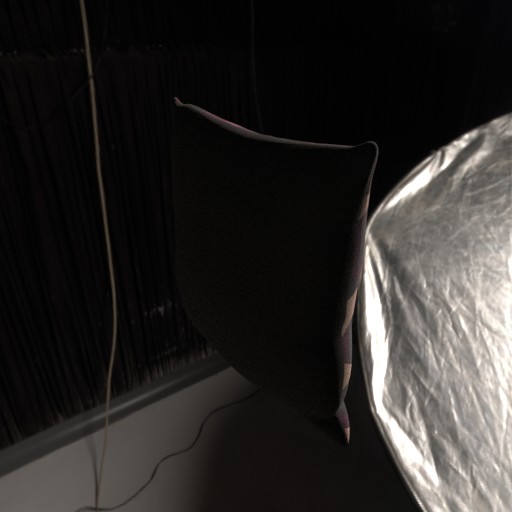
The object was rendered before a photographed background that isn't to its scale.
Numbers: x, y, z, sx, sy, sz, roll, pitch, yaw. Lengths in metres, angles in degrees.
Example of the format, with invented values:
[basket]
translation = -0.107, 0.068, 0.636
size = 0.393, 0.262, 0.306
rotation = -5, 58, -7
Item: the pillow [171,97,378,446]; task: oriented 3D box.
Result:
[pillow]
translation = 0.000, 0.000, 0.787
size = 0.208, 0.496, 0.503
rotation = -20, 34, -32
